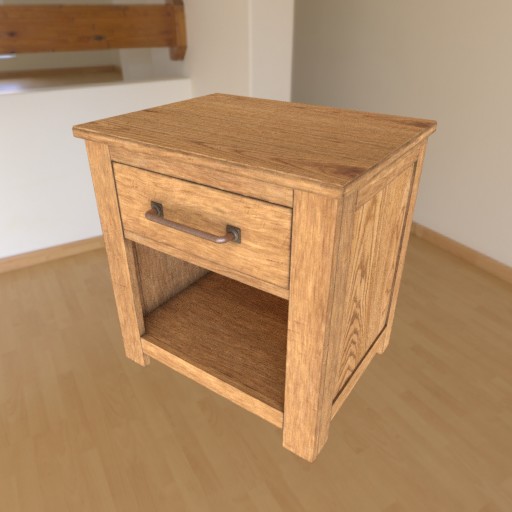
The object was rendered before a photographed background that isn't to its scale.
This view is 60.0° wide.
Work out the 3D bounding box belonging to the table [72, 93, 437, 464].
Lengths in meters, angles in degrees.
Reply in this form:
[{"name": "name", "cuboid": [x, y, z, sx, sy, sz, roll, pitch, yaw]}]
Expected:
[{"name": "table", "cuboid": [0.000, 0.000, 1.068, 0.601, 0.625, 0.494, 19, 35, 29]}]
